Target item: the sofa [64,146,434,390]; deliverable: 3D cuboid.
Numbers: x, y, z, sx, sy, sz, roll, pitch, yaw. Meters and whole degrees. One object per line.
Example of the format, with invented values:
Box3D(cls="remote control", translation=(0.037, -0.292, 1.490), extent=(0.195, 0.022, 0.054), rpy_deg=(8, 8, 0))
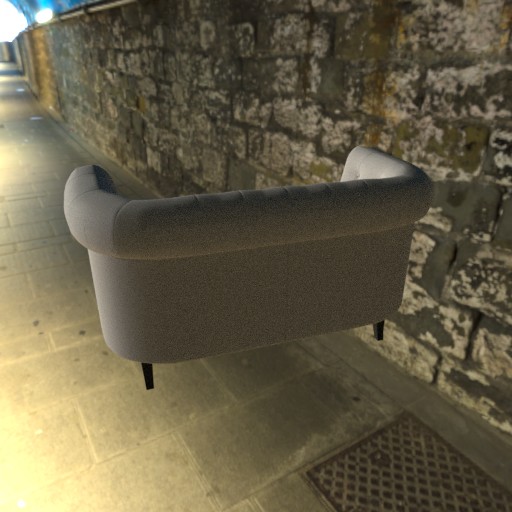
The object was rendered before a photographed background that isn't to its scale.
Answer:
Box3D(cls="sofa", translation=(0.000, 0.000, 2.046), extent=(1.558, 0.827, 0.835), rpy_deg=(-8, 26, -16))
